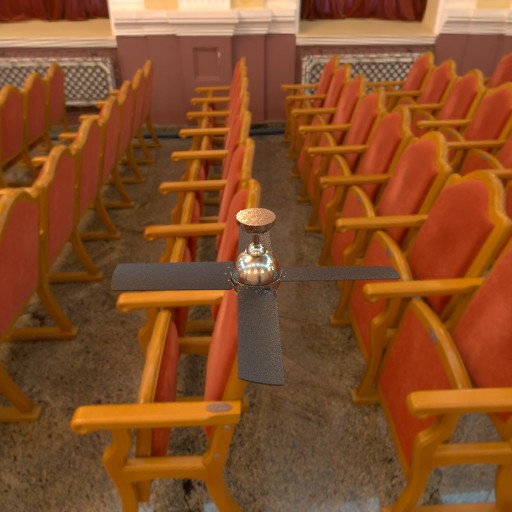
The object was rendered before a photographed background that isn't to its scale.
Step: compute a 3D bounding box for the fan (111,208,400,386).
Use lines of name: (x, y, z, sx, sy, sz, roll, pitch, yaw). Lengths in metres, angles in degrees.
fan: (0.000, 0.000, 2.024, 1.332, 0.403, 1.332, -1, 32, -1)
